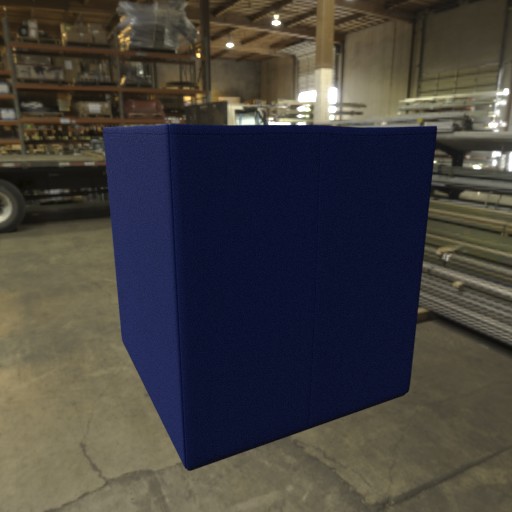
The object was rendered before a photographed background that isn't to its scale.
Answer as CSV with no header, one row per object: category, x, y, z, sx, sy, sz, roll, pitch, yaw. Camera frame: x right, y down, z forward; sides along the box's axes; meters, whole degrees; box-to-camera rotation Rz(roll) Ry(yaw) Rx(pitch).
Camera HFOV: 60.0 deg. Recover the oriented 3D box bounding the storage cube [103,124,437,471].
storage cube,0.000,0.000,0.500,0.270,0.280,0.270,-8,18,-26
